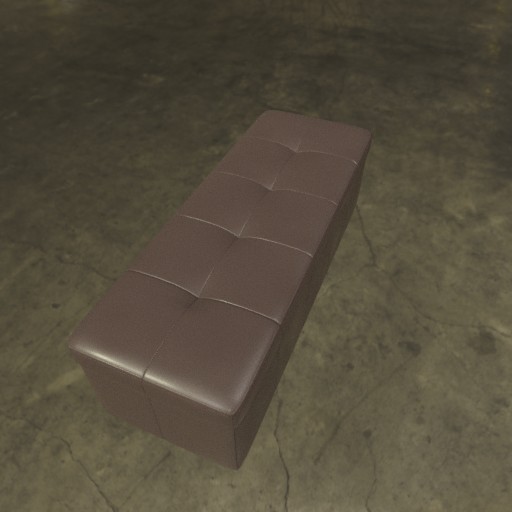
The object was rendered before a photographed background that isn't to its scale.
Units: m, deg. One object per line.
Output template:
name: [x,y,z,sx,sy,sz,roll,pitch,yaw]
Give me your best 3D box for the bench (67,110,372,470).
bench: [0.000,0.000,1.462,0.450,0.417,1.219,17,48,16]
